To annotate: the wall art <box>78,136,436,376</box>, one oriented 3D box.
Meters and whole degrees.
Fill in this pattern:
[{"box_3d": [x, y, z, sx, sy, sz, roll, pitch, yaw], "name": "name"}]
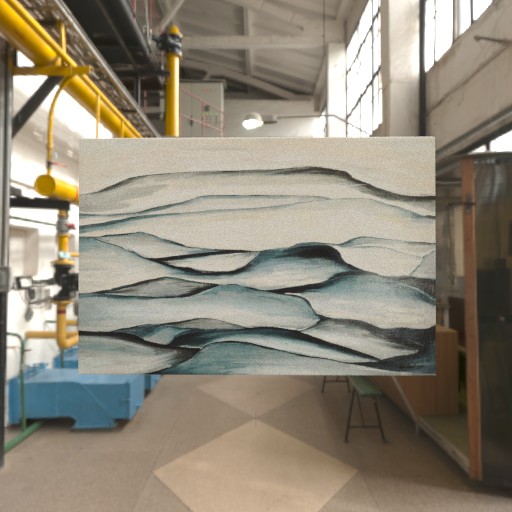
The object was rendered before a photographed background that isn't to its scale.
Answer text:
[{"box_3d": [0.000, 0.000, 1.152, 0.914, 0.609, 0.039, 0, 0, 1], "name": "wall art"}]
